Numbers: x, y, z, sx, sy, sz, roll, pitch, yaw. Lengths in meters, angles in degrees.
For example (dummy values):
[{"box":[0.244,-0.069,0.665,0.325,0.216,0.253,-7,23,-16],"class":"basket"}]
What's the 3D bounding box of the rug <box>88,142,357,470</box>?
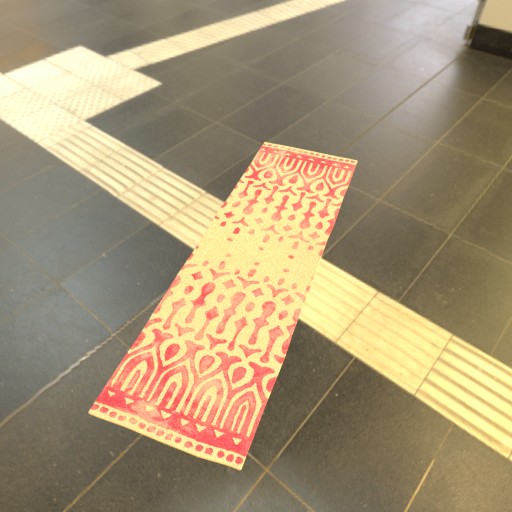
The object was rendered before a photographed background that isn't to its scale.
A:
[{"box":[0.000,0.000,2.786,0.787,0.011,2.458,16,49,14],"class":"rug"}]
